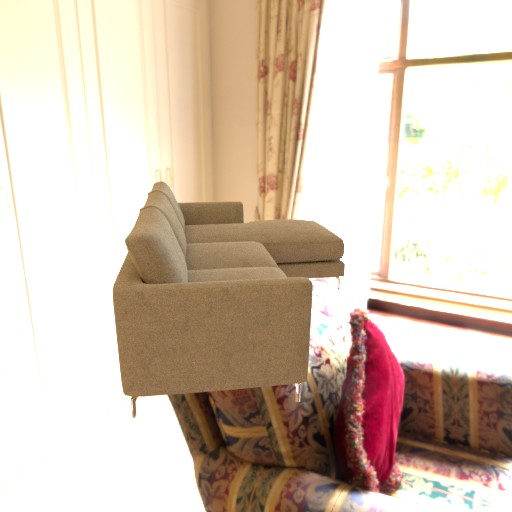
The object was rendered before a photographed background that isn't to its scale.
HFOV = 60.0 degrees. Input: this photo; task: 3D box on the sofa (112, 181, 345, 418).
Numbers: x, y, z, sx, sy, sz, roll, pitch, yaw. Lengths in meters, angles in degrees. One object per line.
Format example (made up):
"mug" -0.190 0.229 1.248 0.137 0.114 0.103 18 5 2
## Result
"sofa" 0.000 0.000 3.138 1.626 0.864 2.438 -3 16 -9
